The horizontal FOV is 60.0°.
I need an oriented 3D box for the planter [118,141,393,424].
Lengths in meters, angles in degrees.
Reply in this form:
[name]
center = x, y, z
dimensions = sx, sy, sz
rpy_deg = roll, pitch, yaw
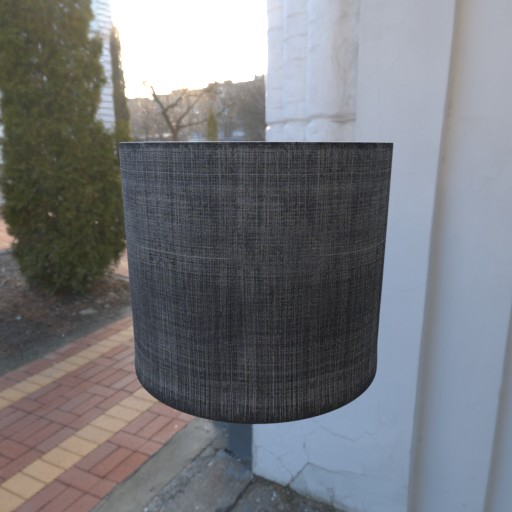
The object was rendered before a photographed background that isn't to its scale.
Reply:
[planter]
center = 0.000, 0.000, 0.318
dimensions = 0.178, 0.157, 0.178
rpy_deg = 0, 14, 0
